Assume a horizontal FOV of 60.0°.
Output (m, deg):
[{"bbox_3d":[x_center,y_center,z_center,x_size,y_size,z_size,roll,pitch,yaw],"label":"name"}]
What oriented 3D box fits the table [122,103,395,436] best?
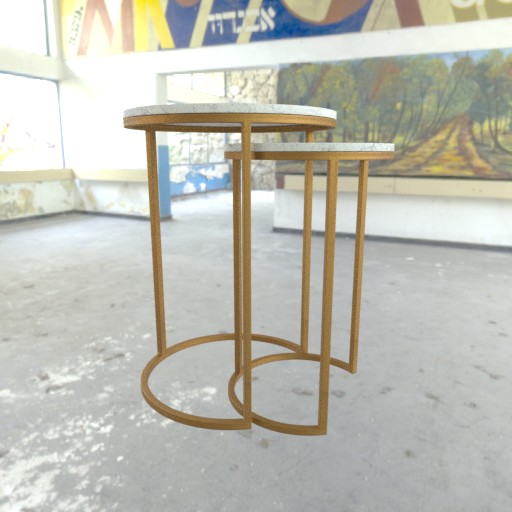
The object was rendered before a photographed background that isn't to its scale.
[{"bbox_3d":[0.000,0.000,0.893,0.507,0.550,0.400,6,15,24],"label":"table"}]
